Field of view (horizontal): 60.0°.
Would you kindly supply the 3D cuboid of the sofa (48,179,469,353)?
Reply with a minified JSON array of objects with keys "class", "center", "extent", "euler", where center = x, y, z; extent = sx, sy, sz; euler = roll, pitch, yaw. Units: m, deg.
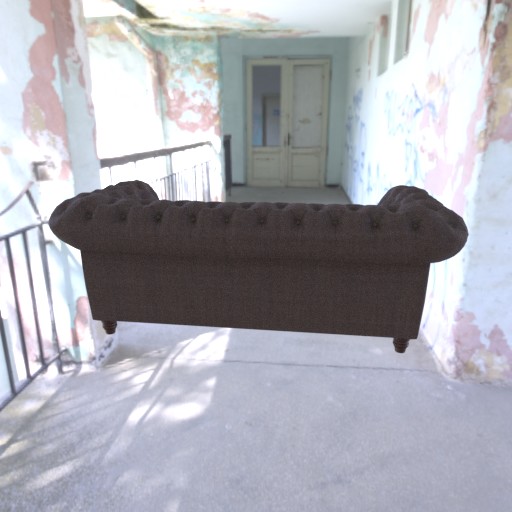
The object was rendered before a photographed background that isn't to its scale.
[{"class":"sofa","center":[0.000,0.000,2.551],"extent":[2.048,0.780,0.944],"euler":[2,17,7]}]
